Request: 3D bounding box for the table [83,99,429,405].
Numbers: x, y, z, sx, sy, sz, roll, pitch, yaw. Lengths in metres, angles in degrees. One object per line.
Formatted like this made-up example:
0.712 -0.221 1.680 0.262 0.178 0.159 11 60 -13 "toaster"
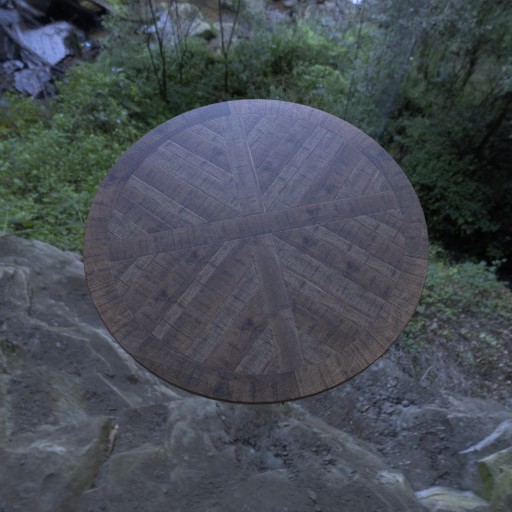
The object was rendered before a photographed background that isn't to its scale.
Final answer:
0.000 0.000 1.870 1.264 0.516 1.264 0 64 0 "table"
